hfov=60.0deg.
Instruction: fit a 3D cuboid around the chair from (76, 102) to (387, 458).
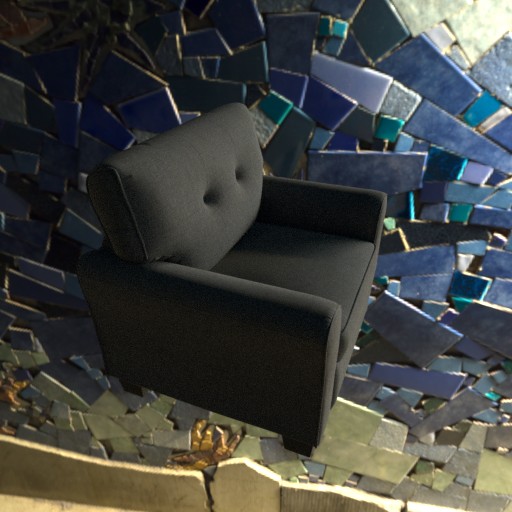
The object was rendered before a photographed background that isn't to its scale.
[{"bbox_3d":[0.000,0.000,1.614,0.816,0.890,0.941,12,33,19],"label":"chair"}]
